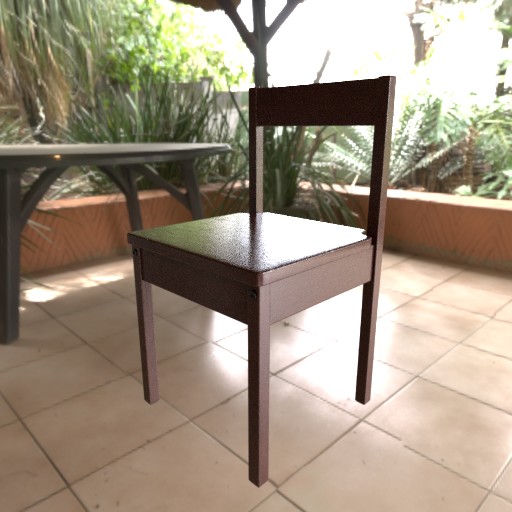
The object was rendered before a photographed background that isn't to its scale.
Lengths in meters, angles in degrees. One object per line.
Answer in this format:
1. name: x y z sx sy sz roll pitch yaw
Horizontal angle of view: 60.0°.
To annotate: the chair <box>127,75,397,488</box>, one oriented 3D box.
1. chair: 0.000 0.000 0.882 0.367 0.668 0.361 15 22 43
